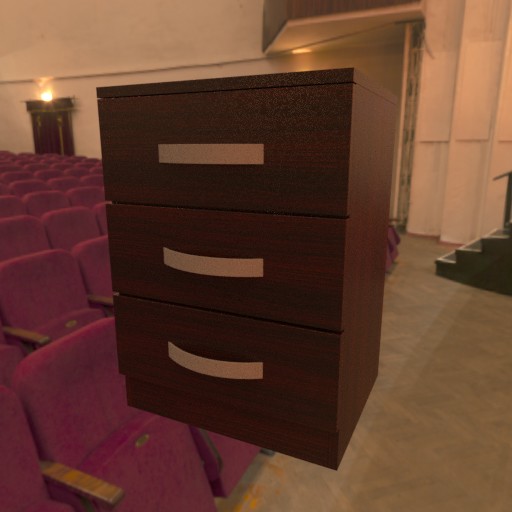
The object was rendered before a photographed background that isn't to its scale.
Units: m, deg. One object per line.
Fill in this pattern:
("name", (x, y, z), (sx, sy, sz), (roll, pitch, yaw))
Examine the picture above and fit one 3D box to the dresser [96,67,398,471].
("dresser", (0.000, 0.000, 0.799), (0.400, 0.560, 0.360), (6, 15, 25))
